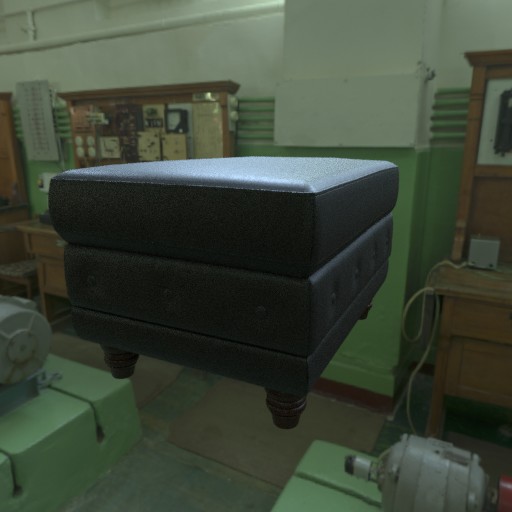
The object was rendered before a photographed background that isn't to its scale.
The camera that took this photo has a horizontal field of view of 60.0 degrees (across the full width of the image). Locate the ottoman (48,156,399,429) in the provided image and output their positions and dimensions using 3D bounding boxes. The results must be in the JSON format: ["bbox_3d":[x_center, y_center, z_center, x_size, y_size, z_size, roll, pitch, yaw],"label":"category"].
[{"bbox_3d":[0.000,0.000,1.173,0.590,0.498,0.795,7,16,25],"label":"ottoman"}]
